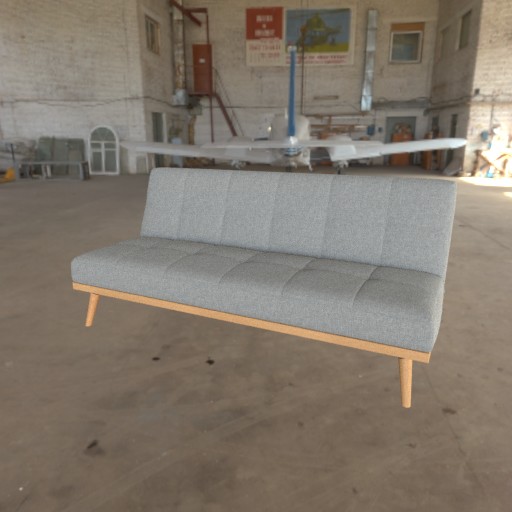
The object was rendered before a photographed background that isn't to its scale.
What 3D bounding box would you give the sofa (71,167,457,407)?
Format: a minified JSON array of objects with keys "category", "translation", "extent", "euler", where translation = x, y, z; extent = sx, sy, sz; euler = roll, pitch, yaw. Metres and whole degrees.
[{"category":"sofa","translation":[0.000,0.000,2.282],"extent":[1.820,0.800,0.800],"euler":[8,17,25]}]
